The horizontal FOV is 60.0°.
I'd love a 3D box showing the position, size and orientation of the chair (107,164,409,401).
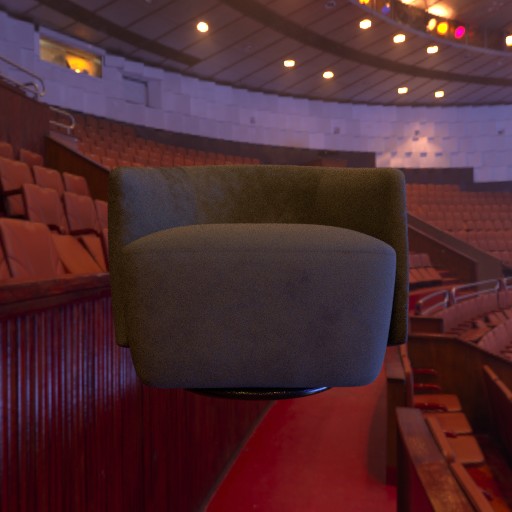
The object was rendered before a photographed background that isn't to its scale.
[{"bbox_3d":[0.000,0.000,1.383,0.773,0.698,0.767,0,1,-1],"label":"chair"}]
